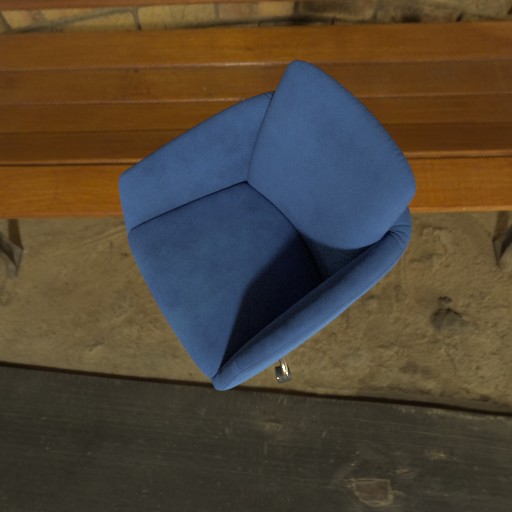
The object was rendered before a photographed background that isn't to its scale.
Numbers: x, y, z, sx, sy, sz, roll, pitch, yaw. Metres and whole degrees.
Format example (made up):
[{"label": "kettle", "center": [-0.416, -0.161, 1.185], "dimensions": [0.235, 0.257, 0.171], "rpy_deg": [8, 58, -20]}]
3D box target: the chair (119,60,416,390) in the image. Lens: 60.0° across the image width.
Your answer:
[{"label": "chair", "center": [0.000, 0.000, 1.324], "dimensions": [0.635, 0.908, 0.641], "rpy_deg": [-30, 68, -13]}]
